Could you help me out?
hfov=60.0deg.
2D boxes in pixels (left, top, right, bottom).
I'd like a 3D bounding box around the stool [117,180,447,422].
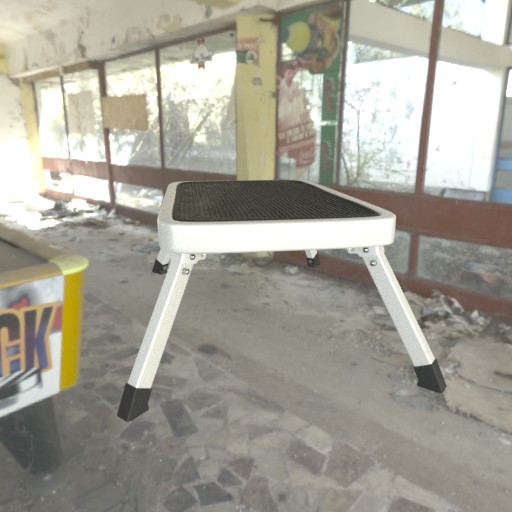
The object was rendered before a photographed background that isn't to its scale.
[{"bbox_3d":[0.000,0.000,0.609,0.320,0.170,0.460,-2,16,-8],"label":"stool"}]
